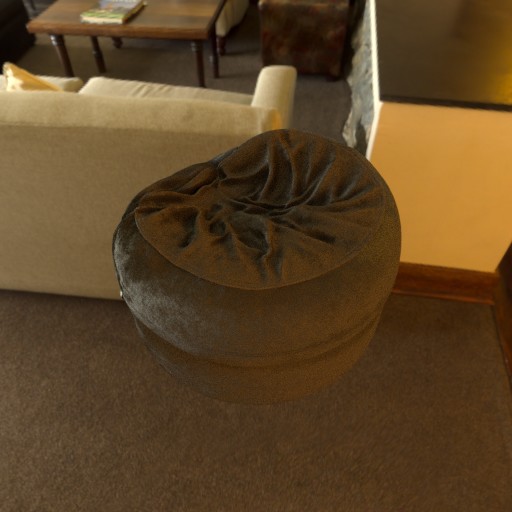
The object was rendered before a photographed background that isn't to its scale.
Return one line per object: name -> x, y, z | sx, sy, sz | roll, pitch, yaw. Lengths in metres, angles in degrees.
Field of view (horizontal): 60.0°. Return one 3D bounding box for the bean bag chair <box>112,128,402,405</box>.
bean bag chair -> 0.000, 0.000, 1.531 | 0.918, 0.605, 0.918 | 0, 47, 0
